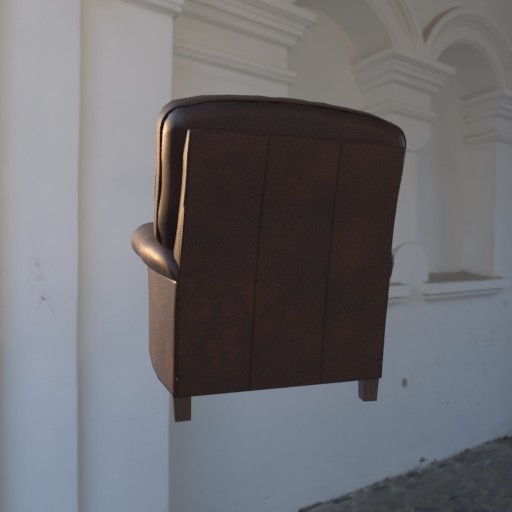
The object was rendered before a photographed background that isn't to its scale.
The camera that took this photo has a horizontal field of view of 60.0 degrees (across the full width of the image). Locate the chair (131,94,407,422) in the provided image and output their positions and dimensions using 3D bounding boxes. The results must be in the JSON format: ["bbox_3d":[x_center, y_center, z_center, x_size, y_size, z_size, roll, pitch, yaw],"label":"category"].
[{"bbox_3d":[0.000,0.000,1.750,0.936,1.018,0.986,0,0,-17],"label":"chair"}]
